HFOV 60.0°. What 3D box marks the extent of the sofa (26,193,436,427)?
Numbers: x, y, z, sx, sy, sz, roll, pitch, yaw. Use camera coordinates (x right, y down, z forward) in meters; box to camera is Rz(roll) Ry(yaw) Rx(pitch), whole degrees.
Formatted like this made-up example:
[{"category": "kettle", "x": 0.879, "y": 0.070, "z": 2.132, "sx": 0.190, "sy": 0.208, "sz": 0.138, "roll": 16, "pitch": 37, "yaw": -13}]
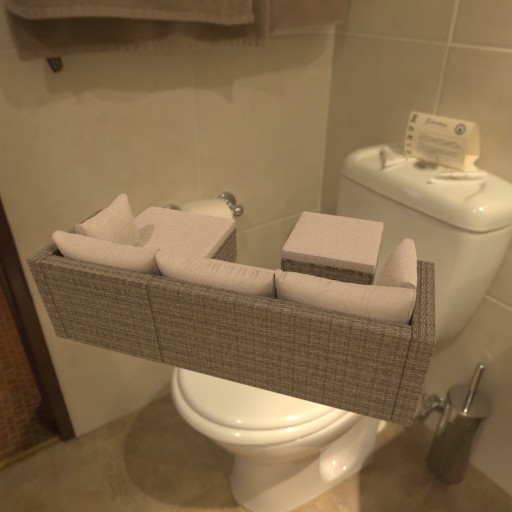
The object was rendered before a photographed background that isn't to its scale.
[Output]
[{"category": "sofa", "x": 0.000, "y": 0.000, "z": 3.002, "sx": 2.192, "sy": 0.766, "sz": 1.662, "roll": 10, "pitch": 33, "yaw": 16}]
